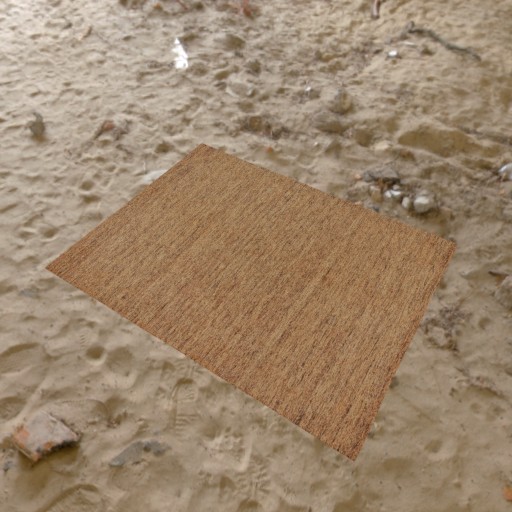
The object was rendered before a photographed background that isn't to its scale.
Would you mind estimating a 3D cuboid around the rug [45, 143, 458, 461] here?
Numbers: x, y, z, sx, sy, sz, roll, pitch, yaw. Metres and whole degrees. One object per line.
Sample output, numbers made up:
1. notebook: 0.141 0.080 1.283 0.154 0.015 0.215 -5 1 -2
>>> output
1. rug: 0.000 0.000 4.307 3.200 0.012 2.438 26 53 21
